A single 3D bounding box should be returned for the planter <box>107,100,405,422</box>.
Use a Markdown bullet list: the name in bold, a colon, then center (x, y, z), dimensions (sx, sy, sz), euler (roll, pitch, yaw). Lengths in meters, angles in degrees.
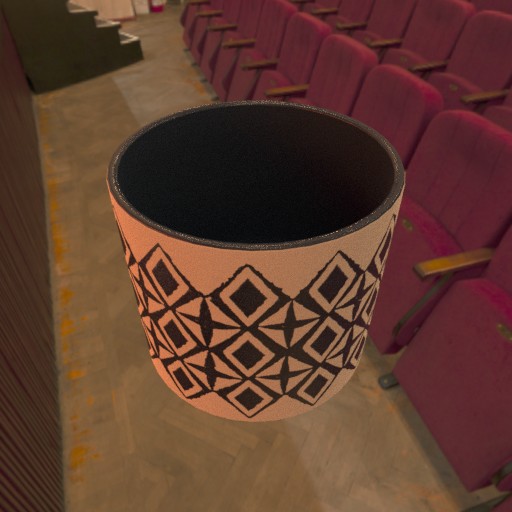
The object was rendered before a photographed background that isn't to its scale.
- **planter**: center (0.000, 0.000, 0.288), dimensions (0.159, 0.144, 0.159), euler (0, 41, 0)
